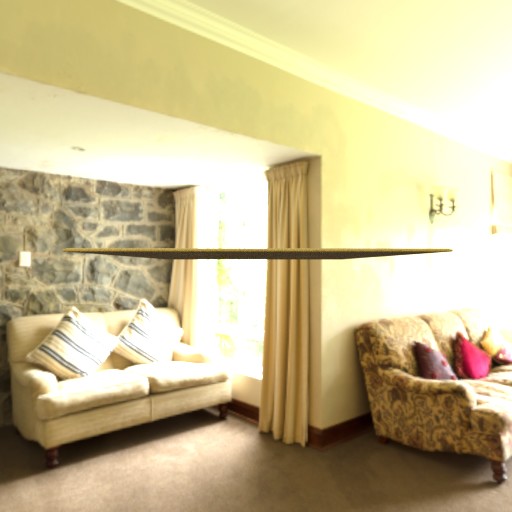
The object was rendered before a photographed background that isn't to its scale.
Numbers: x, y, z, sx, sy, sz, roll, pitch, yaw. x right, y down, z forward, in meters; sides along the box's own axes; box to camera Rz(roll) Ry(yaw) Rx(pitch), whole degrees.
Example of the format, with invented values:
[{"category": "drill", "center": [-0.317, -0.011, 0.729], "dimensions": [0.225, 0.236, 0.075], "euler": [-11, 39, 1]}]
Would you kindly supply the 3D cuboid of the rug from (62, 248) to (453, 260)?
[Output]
[{"category": "rug", "center": [0.000, 0.000, 2.896], "dimensions": [1.589, 0.014, 2.205], "euler": [0, -1, -1]}]
